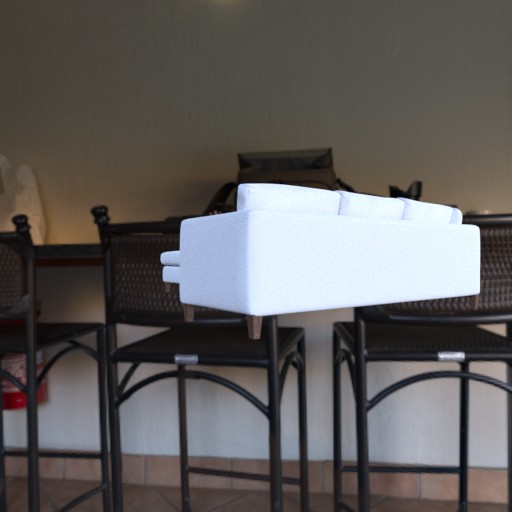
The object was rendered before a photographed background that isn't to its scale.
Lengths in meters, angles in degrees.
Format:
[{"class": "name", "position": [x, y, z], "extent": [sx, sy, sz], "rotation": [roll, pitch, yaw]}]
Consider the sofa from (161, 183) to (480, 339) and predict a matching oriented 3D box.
[{"class": "sofa", "position": [0.000, 0.000, 4.641], "extent": [2.593, 0.956, 3.459], "rotation": [0, 0, -36]}]
